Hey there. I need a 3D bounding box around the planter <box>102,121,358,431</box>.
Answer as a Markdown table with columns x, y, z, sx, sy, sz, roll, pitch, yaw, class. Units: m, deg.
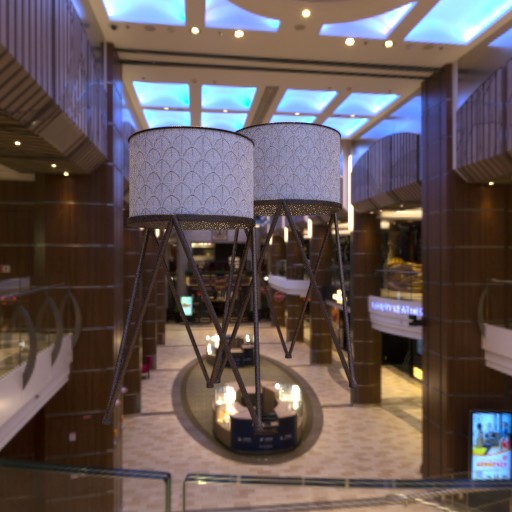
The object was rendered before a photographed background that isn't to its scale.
| x | y | z | sx | sy | sz | roll | pitch | yaw | class |
| --- | --- | --- | --- | --- | --- | --- | --- | --- | --- |
| 0.000 | 0.000 | 1.176 | 0.413 | 0.712 | 0.769 | 0 | 0 | 36 | planter |
